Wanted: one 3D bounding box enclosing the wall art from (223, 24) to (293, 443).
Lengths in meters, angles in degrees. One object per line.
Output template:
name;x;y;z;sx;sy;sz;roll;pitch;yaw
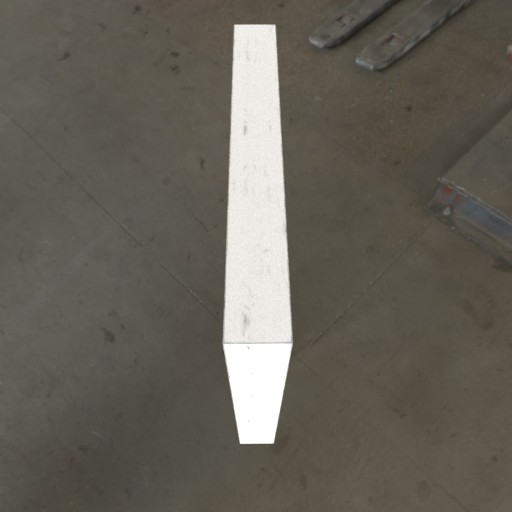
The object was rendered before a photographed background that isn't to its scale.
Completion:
wall art;0.000;0.000;0.450;0.038;0.305;0.305;0;58;0
